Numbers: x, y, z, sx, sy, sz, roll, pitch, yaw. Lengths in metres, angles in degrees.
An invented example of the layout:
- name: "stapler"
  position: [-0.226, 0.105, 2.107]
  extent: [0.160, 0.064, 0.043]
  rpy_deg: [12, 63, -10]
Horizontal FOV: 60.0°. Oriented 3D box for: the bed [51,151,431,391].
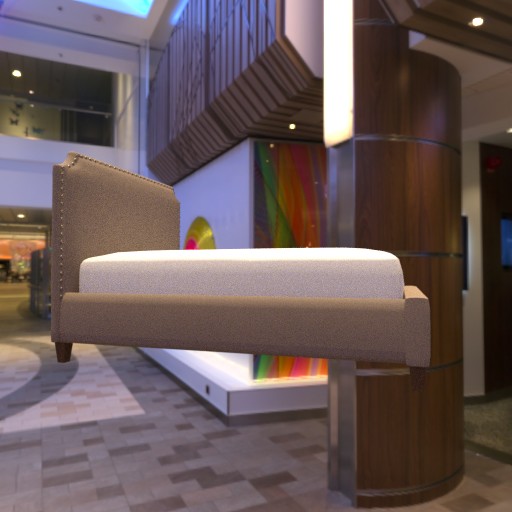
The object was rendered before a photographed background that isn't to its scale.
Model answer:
- name: "bed"
  position: [0.000, 0.000, 3.386]
  extent: [2.372, 1.443, 1.713]
  rpy_deg: [-1, -2, 18]
